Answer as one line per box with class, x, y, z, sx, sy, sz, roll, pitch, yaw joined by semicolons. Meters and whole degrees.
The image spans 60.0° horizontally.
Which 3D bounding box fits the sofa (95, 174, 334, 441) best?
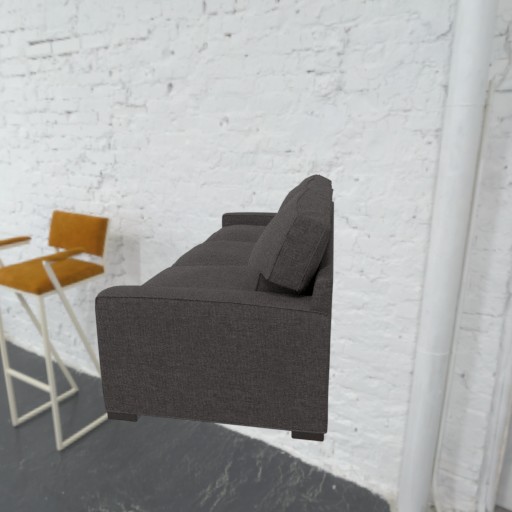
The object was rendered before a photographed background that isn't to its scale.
sofa;0.000;0.000;2.926;1.004;0.978;2.369;2;14;9
